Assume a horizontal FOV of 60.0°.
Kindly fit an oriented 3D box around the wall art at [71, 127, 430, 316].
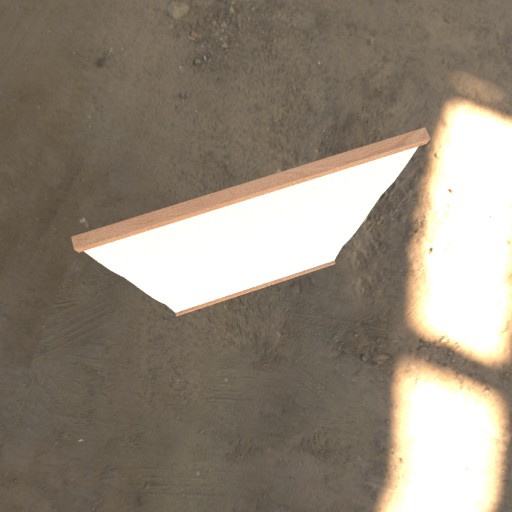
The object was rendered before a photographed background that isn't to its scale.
[{"bbox_3d":[0.000,0.000,0.640,0.332,0.508,0.012,-18,77,-4],"label":"wall art"}]
